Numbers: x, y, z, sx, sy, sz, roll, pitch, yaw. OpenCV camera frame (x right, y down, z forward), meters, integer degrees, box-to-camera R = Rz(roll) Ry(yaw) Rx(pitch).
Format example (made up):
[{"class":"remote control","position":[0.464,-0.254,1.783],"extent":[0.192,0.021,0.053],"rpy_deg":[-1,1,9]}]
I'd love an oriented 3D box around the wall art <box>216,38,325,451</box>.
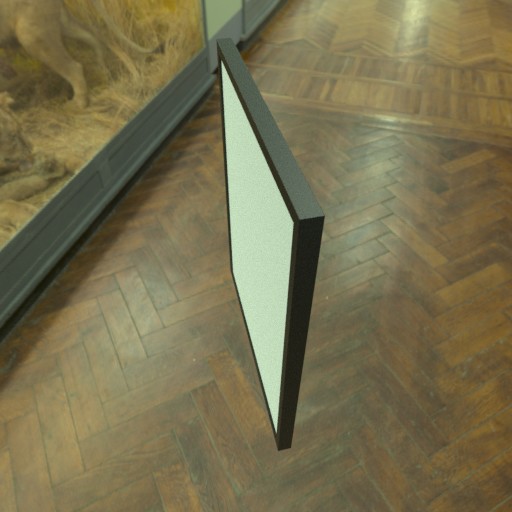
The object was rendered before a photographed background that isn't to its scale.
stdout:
[{"class":"wall art","position":[0.000,0.000,0.545],"extent":[0.018,0.397,0.325],"rpy_deg":[-10,47,-9]}]
